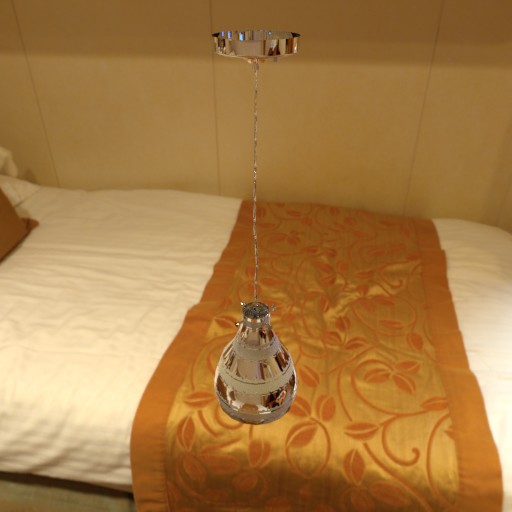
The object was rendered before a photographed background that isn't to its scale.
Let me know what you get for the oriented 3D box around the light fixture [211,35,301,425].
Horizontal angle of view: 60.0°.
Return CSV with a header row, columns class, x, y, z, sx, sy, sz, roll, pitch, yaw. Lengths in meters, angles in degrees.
class,x,y,z,sx,sy,sz,roll,pitch,yaw
light fixture,0.000,0.000,1.625,0.374,1.457,0.374,-21,38,-30
